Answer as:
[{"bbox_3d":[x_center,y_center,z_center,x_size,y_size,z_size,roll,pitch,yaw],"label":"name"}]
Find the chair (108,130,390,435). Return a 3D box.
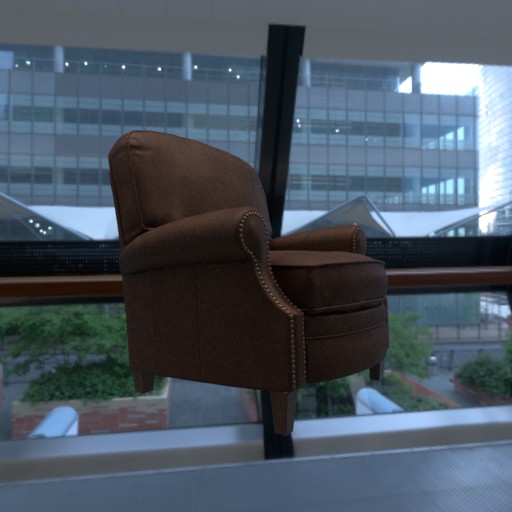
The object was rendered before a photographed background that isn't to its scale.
[{"bbox_3d":[0.000,0.000,1.767,0.986,1.018,0.936,-1,-1,36],"label":"chair"}]
